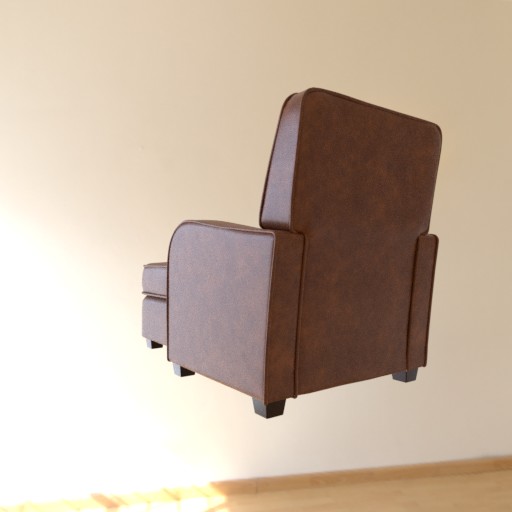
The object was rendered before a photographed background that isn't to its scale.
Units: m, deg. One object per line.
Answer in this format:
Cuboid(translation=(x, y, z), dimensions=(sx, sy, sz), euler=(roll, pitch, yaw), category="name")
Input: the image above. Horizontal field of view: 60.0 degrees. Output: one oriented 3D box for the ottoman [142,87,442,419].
Cuboid(translation=(0.000, 0.000, 1.837), dimensions=(0.732, 0.904, 1.314), euler=(0, -1, -35), category="ottoman")
